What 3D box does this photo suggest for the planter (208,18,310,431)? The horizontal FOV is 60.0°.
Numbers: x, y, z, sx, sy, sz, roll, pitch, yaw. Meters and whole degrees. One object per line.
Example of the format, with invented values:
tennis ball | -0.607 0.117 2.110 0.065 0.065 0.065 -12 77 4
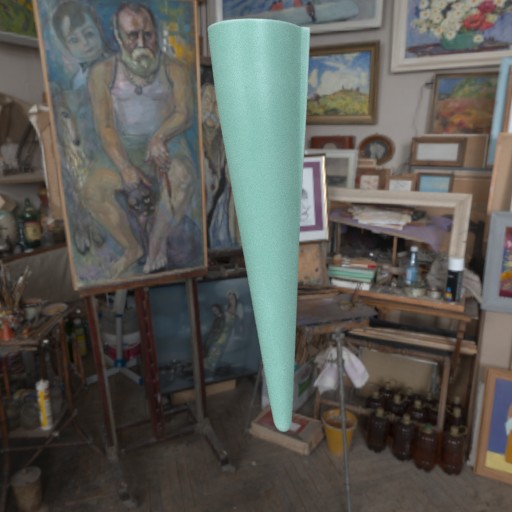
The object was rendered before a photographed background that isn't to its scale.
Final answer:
planter | 0.000 0.000 0.288 0.055 0.268 0.054 -3 16 -10
